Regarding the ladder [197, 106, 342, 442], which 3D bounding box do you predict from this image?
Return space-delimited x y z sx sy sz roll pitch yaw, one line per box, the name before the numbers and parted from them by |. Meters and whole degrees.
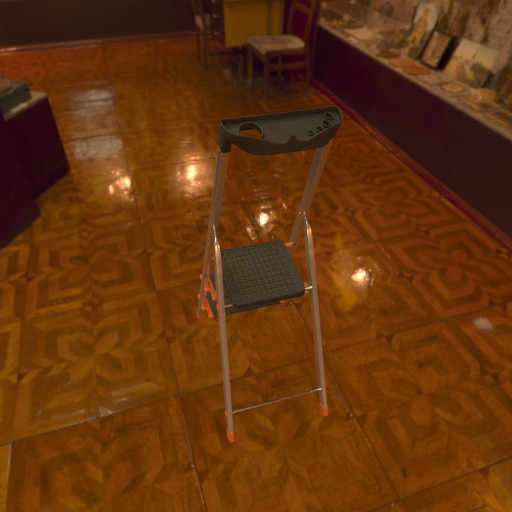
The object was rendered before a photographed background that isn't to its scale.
ladder | 0.000 0.000 1.594 0.416 1.229 0.686 -11 42 -12
